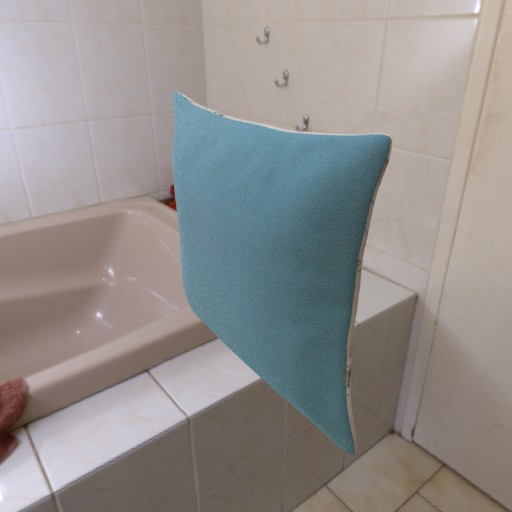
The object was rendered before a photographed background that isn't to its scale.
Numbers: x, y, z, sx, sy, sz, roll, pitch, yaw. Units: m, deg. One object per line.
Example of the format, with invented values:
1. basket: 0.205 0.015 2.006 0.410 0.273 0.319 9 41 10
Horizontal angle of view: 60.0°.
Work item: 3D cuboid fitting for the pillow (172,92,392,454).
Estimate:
1. pillow: 0.000 0.000 0.787 0.166 0.507 0.526 -18 31 -32
